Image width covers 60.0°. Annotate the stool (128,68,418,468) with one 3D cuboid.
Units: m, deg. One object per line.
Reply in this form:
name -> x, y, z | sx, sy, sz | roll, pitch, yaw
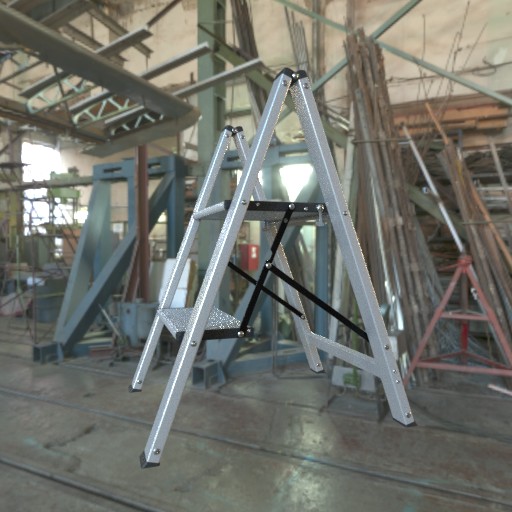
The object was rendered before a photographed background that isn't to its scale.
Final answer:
stool -> 0.000, 0.000, 0.994 | 0.535, 0.670, 0.440 | 0, 1, -19
